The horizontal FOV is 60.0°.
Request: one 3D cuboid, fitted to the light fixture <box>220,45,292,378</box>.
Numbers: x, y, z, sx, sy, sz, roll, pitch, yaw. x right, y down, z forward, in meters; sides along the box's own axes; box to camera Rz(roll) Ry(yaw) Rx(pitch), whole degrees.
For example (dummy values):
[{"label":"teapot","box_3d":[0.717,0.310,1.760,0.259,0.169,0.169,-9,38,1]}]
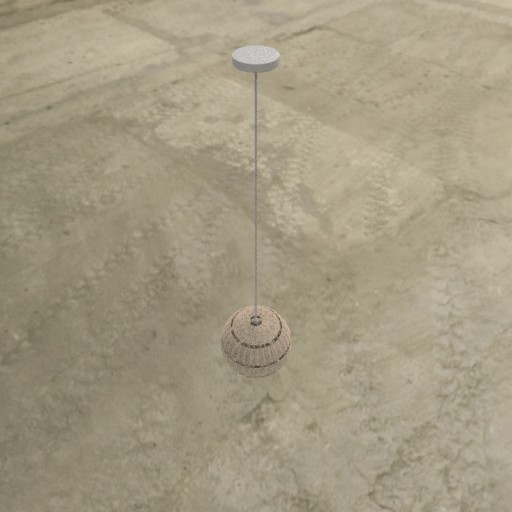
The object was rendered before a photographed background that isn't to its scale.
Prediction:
[{"label":"light fixture","box_3d":[0.000,0.000,2.272,0.457,2.019,0.457,-11,47,-10]}]
